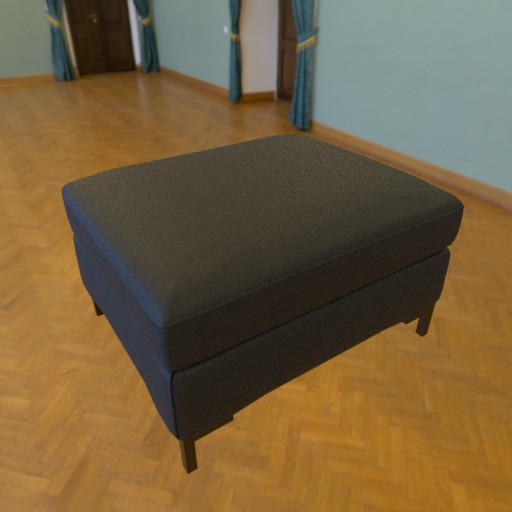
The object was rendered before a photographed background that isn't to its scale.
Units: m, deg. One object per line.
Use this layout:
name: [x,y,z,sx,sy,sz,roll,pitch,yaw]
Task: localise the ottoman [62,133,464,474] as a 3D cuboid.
ottoman: [0.000,0.000,1.768,1.187,0.696,0.967,-20,37,-28]
